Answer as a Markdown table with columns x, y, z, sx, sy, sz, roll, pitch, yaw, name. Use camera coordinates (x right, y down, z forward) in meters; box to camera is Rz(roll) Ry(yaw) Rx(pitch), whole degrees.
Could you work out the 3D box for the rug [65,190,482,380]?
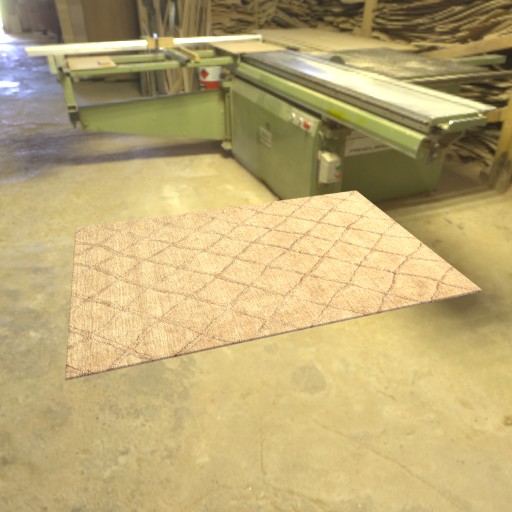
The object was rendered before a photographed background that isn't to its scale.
| x | y | z | sx | sy | sz | roll | pitch | yaw | name |
| --- | --- | --- | --- | --- | --- | --- | --- | --- | --- |
| 0.000 | 0.000 | 2.921 | 2.292 | 0.014 | 1.528 | -9 | 33 | -15 | rug |
